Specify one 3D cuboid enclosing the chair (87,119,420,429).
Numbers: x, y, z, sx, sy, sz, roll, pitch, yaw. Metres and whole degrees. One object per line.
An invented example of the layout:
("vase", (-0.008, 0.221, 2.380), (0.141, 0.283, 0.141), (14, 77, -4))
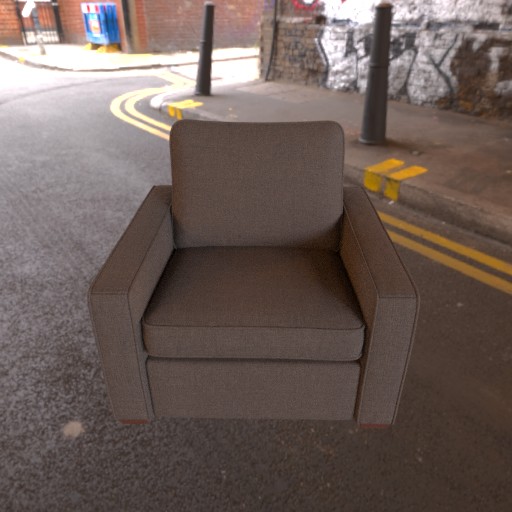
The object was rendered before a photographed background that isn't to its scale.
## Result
("chair", (0.000, 0.000, 1.739), (1.017, 0.919, 0.940), (1, 30, 1))
